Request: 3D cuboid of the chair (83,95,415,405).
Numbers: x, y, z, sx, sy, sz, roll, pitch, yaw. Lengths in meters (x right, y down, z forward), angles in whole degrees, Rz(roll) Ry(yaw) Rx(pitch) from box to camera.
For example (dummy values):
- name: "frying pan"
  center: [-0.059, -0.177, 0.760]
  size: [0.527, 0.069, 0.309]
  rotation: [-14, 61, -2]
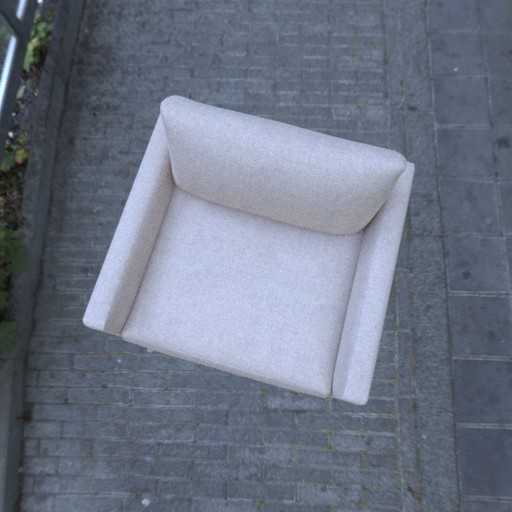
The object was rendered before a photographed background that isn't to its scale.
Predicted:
- name: "chair"
  center: [0.000, 0.000, 1.667]
  size: [0.963, 0.861, 0.866]
  rotation: [15, 75, 4]
